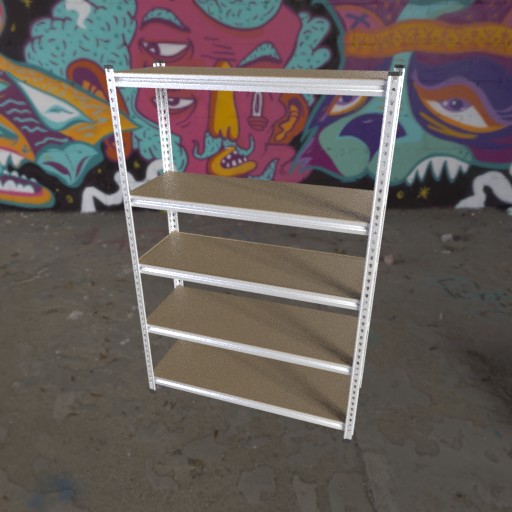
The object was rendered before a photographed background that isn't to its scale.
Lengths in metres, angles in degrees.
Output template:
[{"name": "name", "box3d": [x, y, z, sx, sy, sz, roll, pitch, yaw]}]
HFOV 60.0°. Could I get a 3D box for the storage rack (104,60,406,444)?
[{"name": "storage rack", "box3d": [0.000, 0.000, 2.307, 1.219, 1.829, 0.457, 8, 28, 16]}]
